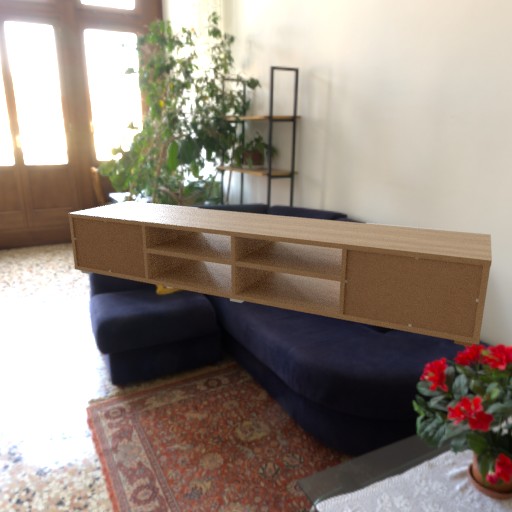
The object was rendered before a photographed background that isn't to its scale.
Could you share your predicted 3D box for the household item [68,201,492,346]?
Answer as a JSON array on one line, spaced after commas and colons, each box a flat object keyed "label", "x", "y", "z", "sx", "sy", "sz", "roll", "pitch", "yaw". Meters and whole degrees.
[{"label": "household item", "x": 0.000, "y": 0.000, "z": 2.000, "sx": 1.850, "sy": 0.310, "sz": 0.420, "roll": 8, "pitch": 18, "yaw": 25}]
